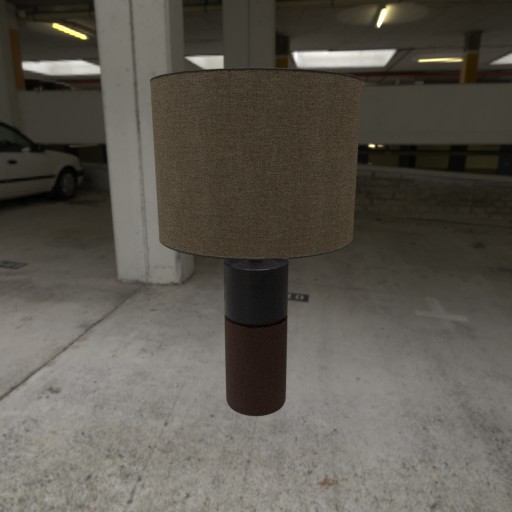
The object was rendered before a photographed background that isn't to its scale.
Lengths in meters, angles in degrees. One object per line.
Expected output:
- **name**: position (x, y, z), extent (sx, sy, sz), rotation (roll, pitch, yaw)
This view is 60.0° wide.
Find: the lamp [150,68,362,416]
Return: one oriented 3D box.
- **lamp**: position (0.000, 0.000, 0.478), extent (0.202, 0.350, 0.202), rotation (0, 15, 0)
